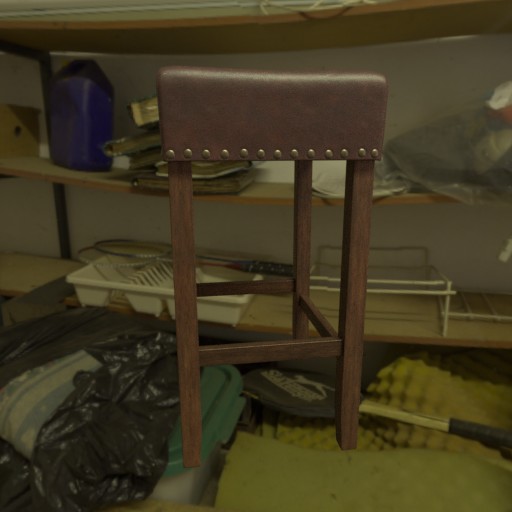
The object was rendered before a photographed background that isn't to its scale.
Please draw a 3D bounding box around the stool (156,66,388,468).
[{"bbox_3d":[0.000,0.000,1.045,0.401,0.769,0.465,-2,15,-9],"label":"stool"}]
